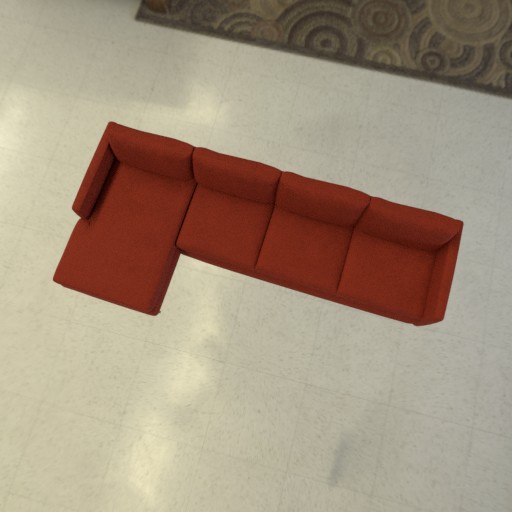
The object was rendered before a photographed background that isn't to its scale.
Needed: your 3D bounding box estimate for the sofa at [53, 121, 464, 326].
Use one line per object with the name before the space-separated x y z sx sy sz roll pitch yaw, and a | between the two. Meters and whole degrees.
sofa | 0.000 0.000 2.933 2.467 0.663 1.136 17 77 4
